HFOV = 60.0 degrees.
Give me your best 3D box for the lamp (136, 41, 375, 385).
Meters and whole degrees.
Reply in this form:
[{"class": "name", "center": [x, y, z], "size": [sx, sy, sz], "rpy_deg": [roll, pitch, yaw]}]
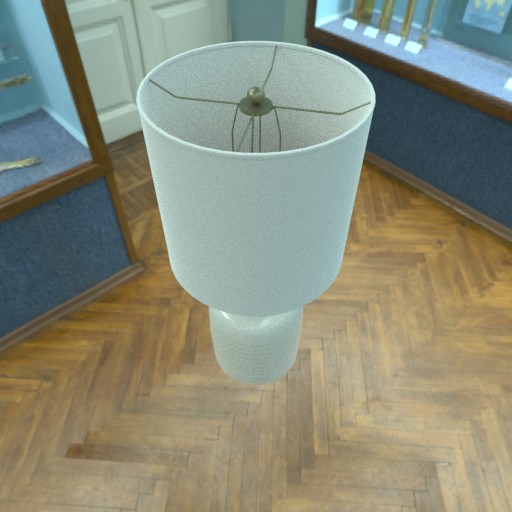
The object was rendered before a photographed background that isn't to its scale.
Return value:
[{"class": "lamp", "center": [0.000, 0.000, 0.496], "size": [0.188, 0.392, 0.188], "rpy_deg": [-31, 54, -26]}]
